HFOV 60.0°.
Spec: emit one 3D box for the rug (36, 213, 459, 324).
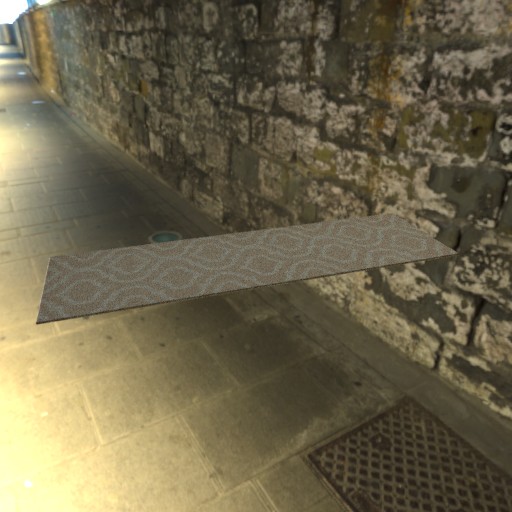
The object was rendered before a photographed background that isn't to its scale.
[{"bbox_3d":[0.000,0.000,2.585,2.289,0.013,0.691,-8,28,-16],"label":"rug"}]
